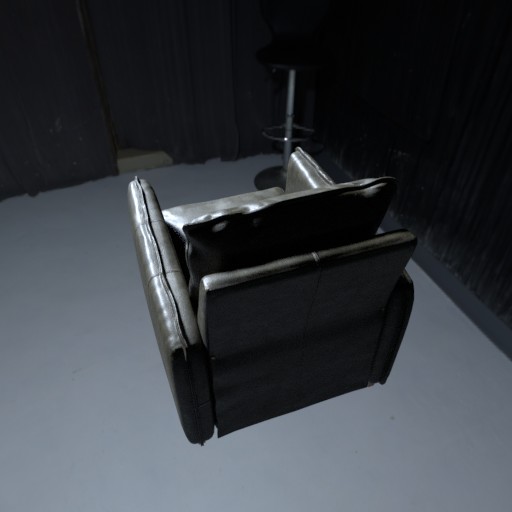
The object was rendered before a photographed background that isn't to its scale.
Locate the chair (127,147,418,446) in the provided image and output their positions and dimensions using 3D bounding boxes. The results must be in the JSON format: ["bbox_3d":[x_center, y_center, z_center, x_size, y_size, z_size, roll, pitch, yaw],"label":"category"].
[{"bbox_3d":[0.000,0.000,1.623,0.830,0.921,0.921,-13,43,-15],"label":"chair"}]
